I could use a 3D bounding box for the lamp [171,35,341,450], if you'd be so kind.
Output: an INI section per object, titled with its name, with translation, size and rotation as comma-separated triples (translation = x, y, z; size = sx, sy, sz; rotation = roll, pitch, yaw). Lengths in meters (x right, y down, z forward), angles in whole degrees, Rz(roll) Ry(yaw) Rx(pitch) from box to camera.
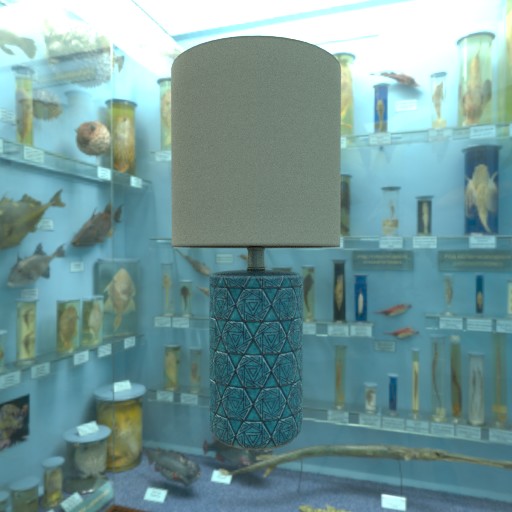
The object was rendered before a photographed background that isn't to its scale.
[lamp]
translation = 0.000, 0.000, 0.738
size = 0.278, 0.597, 0.278
rotation = 0, 0, 20
